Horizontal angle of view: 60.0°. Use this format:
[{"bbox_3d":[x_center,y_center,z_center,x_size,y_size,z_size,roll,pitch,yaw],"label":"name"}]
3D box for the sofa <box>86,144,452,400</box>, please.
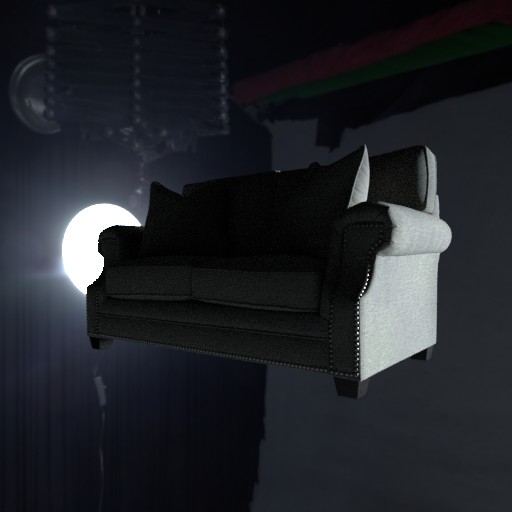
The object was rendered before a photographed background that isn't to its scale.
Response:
[{"bbox_3d":[0.000,0.000,2.241,1.701,0.966,0.966,-1,-2,37],"label":"sofa"}]
